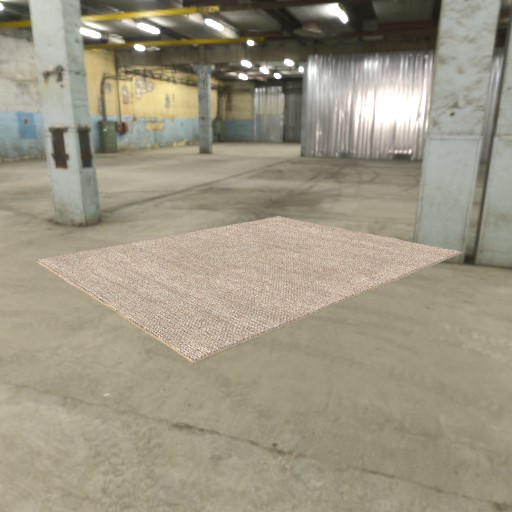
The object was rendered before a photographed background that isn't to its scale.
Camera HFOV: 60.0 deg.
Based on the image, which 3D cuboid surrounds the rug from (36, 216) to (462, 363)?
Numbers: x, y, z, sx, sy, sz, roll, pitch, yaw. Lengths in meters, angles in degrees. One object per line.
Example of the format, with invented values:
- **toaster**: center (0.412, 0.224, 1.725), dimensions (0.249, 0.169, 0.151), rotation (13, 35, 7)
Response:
- **rug**: center (0.000, 0.000, 4.038), dimensions (3.052, 0.030, 2.429), rotation (-14, 21, -41)
